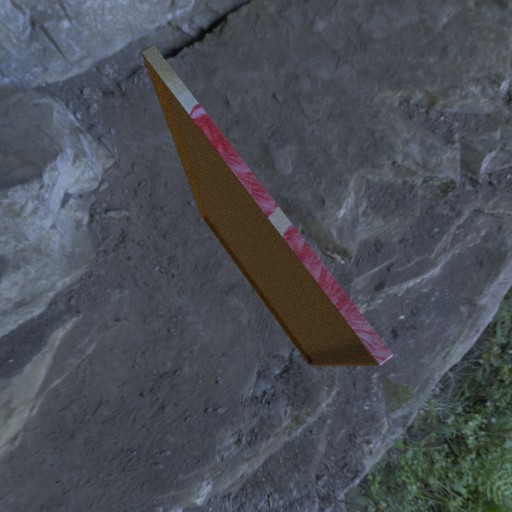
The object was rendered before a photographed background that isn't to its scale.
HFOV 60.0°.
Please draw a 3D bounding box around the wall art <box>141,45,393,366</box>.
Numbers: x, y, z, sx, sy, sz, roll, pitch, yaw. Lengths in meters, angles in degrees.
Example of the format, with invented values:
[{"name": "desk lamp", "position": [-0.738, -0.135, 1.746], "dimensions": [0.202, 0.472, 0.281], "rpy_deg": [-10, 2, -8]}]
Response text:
[{"name": "wall art", "position": [0.000, 0.000, 1.318], "dimensions": [0.031, 1.015, 0.762], "rpy_deg": [-35, 79, -8]}]
